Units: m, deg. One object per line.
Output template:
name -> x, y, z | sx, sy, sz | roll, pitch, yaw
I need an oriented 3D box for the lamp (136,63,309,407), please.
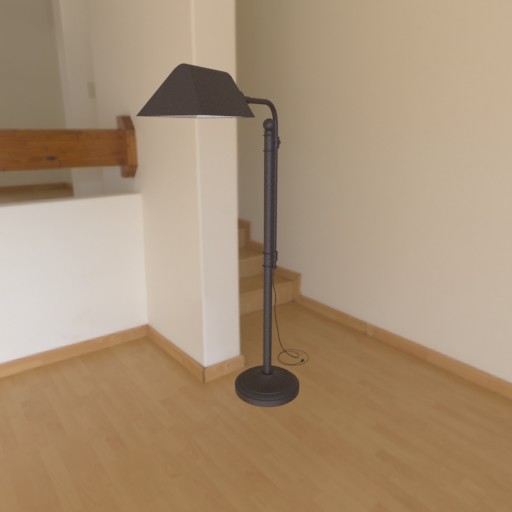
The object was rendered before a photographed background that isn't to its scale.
lamp -> 0.000, 0.000, 0.947 | 0.159, 0.708, 0.545 | 8, 18, 27
